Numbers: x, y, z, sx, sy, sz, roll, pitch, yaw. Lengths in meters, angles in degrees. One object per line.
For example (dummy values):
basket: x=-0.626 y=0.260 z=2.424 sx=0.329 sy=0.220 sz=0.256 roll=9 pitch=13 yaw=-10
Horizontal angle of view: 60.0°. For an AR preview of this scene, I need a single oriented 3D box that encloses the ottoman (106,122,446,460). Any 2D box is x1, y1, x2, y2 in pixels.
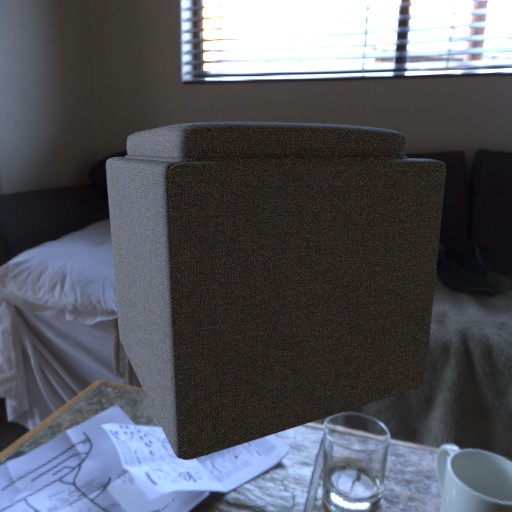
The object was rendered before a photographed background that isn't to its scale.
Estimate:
ottoman: x=0.000 y=0.000 z=0.819 sx=0.450 sy=0.460 sz=0.450 roll=-7 pitch=15 yaw=-26
